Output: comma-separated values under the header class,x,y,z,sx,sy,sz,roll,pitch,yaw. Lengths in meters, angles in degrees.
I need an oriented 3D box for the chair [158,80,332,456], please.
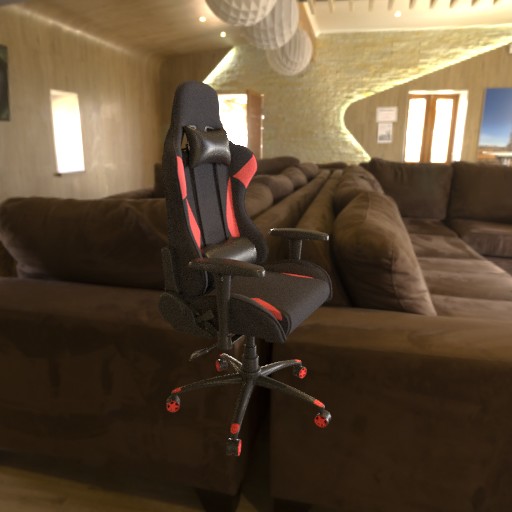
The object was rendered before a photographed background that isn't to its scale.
class,x,y,z,sx,sy,sz,roll,pitch,yaw
chair,0.000,0.000,1.753,0.658,1.326,0.695,7,16,27
